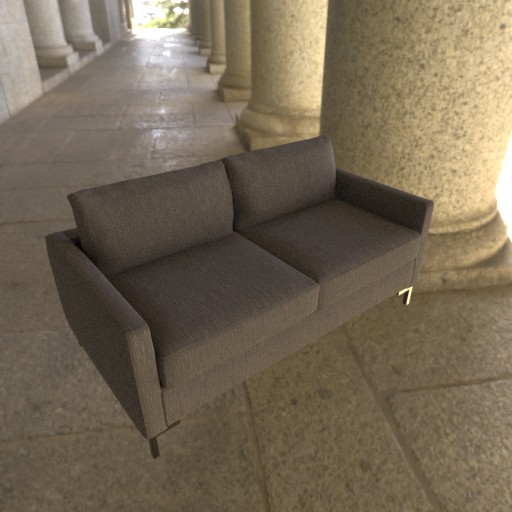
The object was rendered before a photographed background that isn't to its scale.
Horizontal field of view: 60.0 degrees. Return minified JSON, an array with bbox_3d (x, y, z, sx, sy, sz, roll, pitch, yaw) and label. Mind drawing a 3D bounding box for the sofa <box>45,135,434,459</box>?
[{"bbox_3d":[0.000,0.000,2.159,1.682,0.840,0.875,-22,36,-32],"label":"sofa"}]
